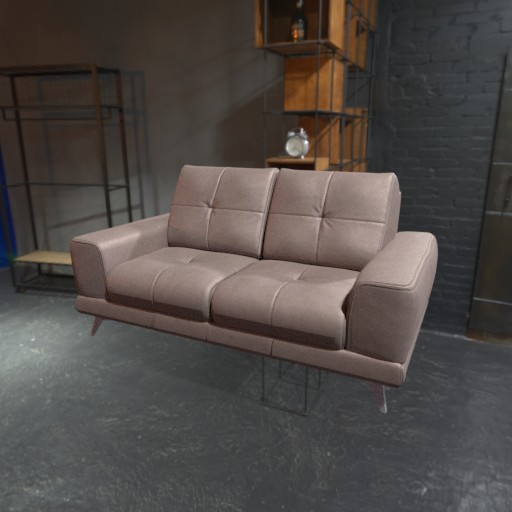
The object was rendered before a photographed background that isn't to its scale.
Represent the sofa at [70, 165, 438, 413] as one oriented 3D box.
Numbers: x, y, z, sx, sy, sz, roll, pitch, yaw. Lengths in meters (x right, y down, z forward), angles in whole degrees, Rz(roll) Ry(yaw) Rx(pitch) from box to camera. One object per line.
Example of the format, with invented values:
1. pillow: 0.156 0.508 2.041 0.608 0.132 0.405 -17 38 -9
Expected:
1. sofa: 0.000 0.000 2.433 1.806 0.907 1.018 8 17 25
